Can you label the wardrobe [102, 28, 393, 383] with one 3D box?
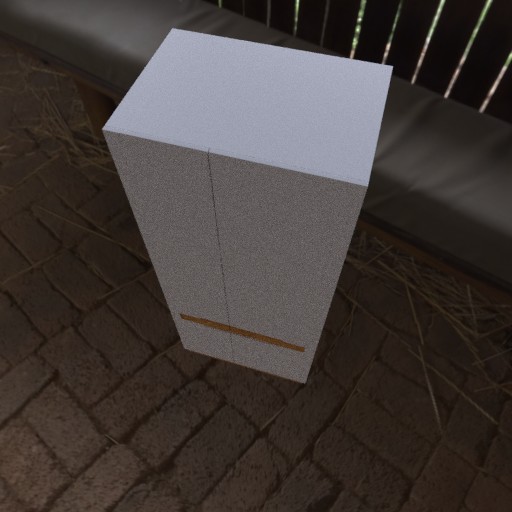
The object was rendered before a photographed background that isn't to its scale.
[{"bbox_3d":[0.000,0.000,2.380,0.860,2.040,0.600,14,59,9],"label":"wardrobe"}]
